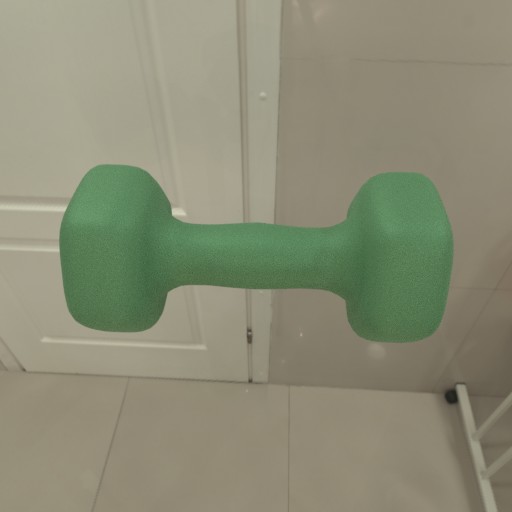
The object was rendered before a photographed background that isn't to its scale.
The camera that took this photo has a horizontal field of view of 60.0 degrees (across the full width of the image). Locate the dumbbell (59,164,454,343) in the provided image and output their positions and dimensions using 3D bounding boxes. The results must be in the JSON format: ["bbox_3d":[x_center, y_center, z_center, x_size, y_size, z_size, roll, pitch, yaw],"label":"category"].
[{"bbox_3d":[0.000,0.000,0.325,0.260,0.117,0.129,2,46,2],"label":"dumbbell"}]
